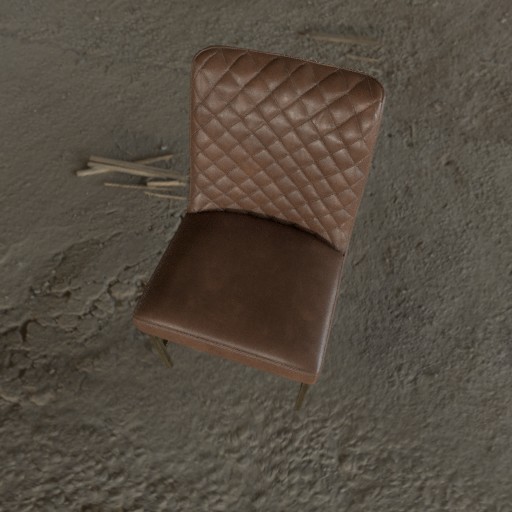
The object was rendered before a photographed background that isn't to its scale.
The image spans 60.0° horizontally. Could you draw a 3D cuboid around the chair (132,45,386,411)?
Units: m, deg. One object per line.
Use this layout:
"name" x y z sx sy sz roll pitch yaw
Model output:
"chair" 0.000 0.000 1.256 0.508 0.889 0.587 15 60 9
